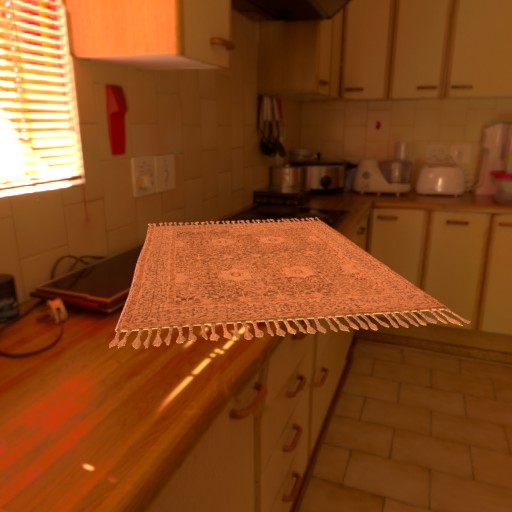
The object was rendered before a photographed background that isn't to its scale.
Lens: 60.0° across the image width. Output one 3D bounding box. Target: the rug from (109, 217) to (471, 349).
[{"bbox_3d":[0.000,0.000,3.064,1.619,0.023,2.465,-3,17,-9],"label":"rug"}]
